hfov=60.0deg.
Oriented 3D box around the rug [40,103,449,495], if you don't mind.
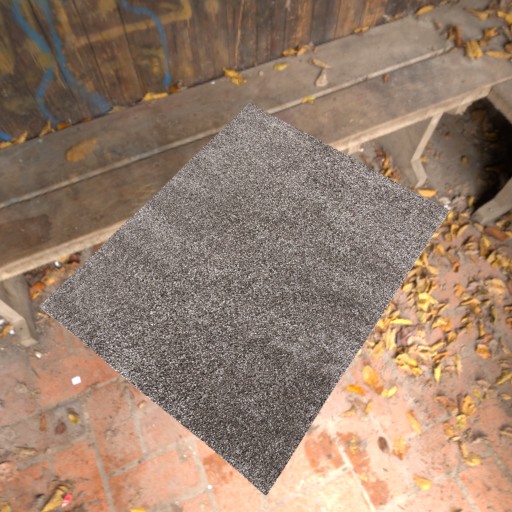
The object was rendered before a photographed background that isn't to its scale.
[{"bbox_3d":[0.000,0.000,4.024,2.401,0.025,3.000,33,67,16],"label":"rug"}]
